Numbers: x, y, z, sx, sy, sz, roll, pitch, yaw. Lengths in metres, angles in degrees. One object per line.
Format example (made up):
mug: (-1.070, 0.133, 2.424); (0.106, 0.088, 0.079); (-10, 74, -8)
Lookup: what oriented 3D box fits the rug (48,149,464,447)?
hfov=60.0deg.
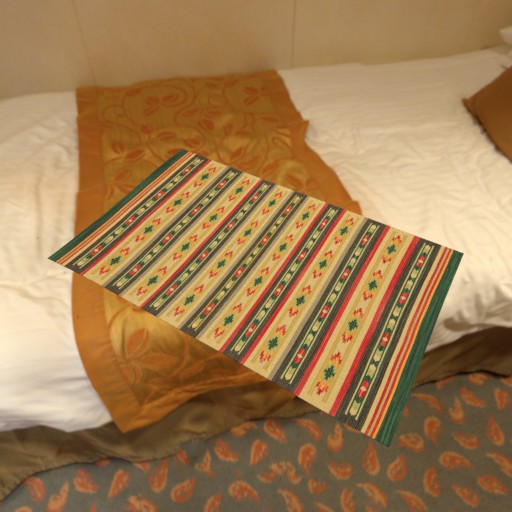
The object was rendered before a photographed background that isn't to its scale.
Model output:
rug: (0.000, 0.000, 3.055); (2.447, 0.011, 1.520); (24, 52, 20)
